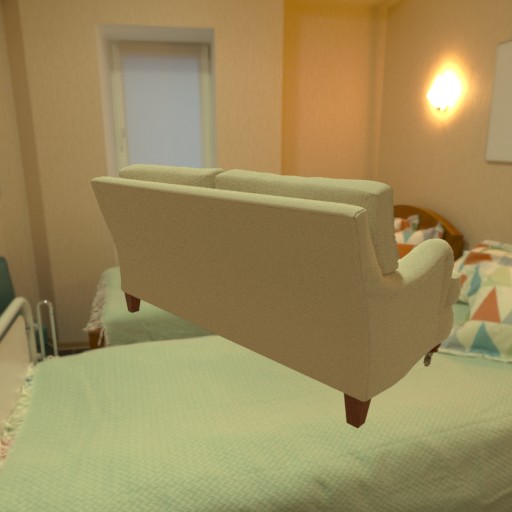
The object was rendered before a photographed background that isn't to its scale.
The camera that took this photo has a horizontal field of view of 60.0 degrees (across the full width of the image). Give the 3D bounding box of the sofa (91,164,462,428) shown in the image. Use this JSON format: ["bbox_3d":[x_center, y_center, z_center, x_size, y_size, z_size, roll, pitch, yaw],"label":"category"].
[{"bbox_3d":[0.000,0.000,2.749,2.159,1.087,1.086,14,20,43],"label":"sofa"}]
